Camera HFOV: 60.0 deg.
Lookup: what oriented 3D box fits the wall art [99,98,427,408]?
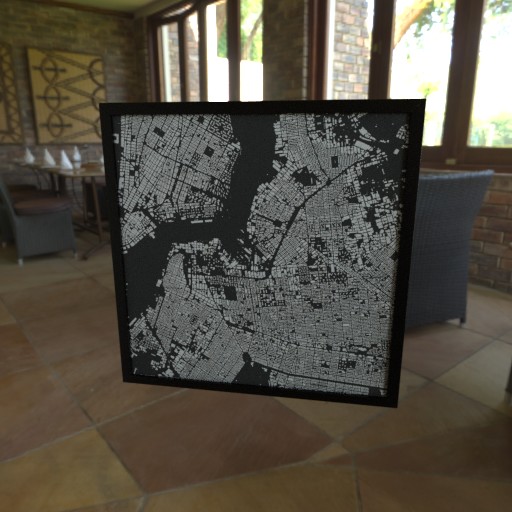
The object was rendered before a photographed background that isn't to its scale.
[{"bbox_3d":[0.000,0.000,0.455,0.299,0.299,0.037,3,15,9],"label":"wall art"}]
